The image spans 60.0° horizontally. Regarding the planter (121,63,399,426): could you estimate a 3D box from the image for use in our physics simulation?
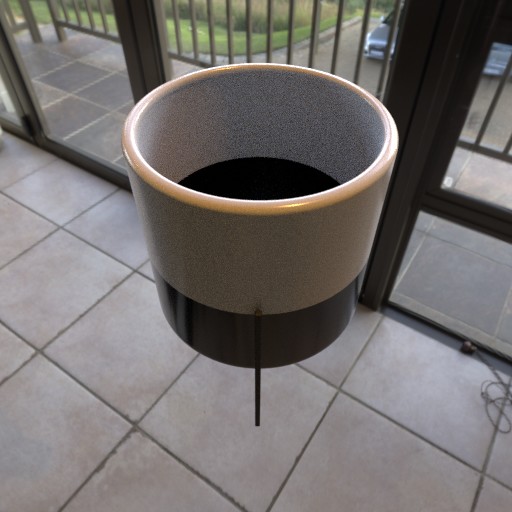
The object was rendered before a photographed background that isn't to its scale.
[{"bbox_3d":[0.000,0.000,0.641,0.310,0.432,0.310,12,48,11],"label":"planter"}]
